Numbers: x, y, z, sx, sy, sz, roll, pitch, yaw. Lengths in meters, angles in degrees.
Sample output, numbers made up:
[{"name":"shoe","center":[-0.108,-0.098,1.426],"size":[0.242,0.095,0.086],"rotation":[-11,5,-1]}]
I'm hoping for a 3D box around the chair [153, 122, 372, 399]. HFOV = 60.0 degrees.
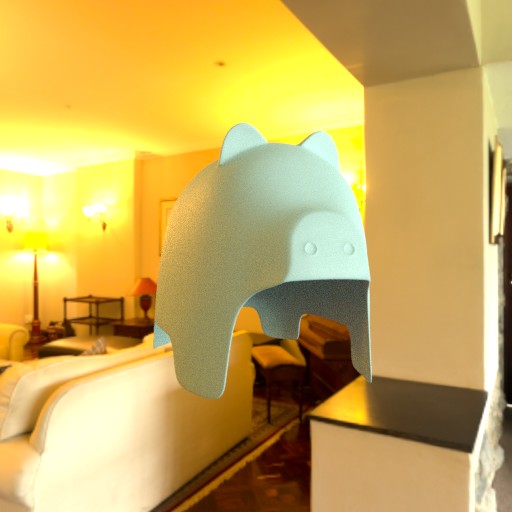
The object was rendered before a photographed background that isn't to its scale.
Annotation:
[{"name":"chair","center":[0.000,0.000,0.865],"size":[0.364,0.423,0.619],"rotation":[0,0,-19]}]
